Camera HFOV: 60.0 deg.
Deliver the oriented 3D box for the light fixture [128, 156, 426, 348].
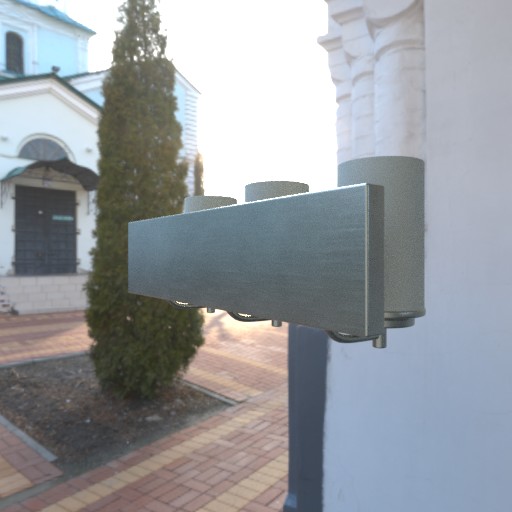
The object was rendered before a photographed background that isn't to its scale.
[{"bbox_3d":[0.000,0.000,0.524,0.145,0.172,0.451,0,0,-36],"label":"light fixture"}]
